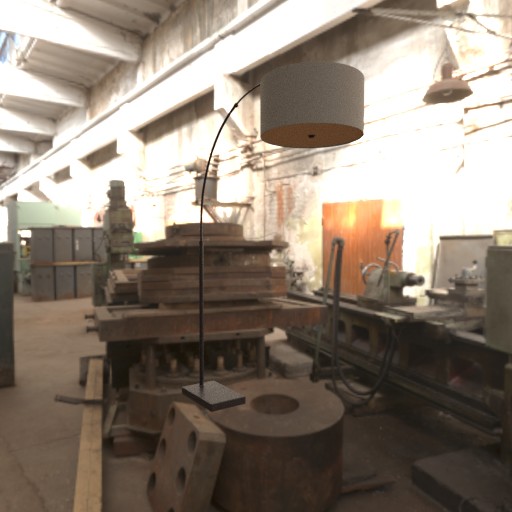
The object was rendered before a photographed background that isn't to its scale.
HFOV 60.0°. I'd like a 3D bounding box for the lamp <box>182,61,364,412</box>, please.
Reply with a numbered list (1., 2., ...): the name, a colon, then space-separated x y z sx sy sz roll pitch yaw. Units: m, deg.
1. lamp: 0.000 0.000 2.529 0.493 1.927 1.424 -1 2 -35
